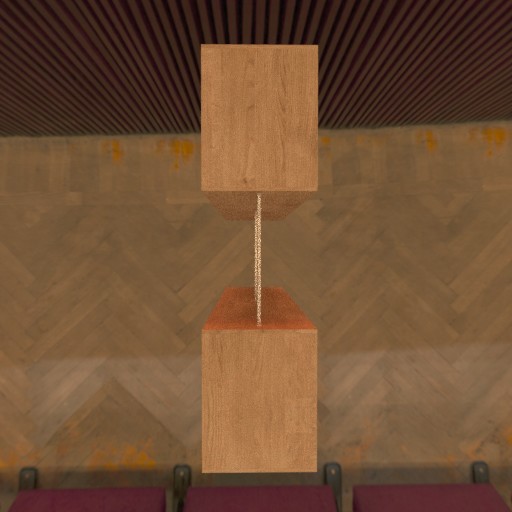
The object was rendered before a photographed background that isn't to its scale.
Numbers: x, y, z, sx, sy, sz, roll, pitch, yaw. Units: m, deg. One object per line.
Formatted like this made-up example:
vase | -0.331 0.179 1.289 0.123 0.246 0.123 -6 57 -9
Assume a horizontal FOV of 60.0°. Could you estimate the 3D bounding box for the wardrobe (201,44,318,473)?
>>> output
wardrobe | 0.000 0.000 2.833 0.480 2.000 1.770 0 91 -1
